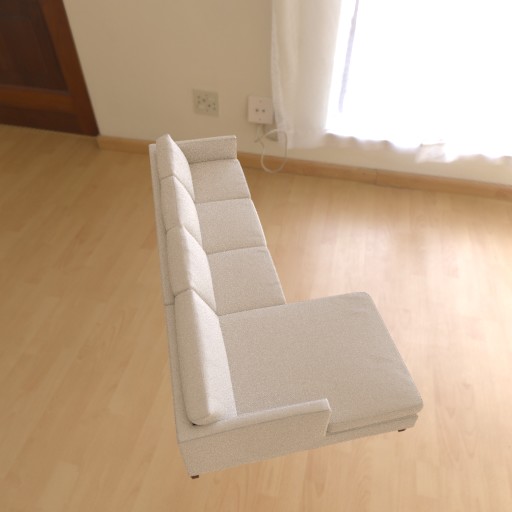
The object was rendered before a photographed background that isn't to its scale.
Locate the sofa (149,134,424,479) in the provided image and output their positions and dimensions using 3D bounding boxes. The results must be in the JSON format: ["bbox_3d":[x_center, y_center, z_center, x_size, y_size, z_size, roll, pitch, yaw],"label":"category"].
[{"bbox_3d":[0.000,0.000,3.872,1.625,0.846,3.186,-9,47,-8],"label":"sofa"}]
